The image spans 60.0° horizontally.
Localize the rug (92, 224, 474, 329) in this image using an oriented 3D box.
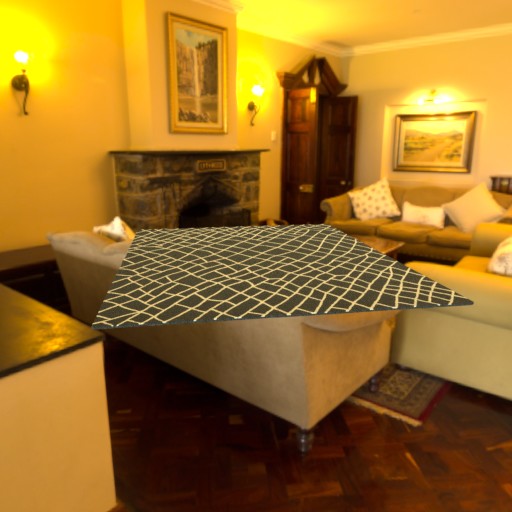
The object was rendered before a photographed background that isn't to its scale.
[{"bbox_3d":[0.000,0.000,4.189,2.439,0.022,3.047,-2,14,-9],"label":"rug"}]
